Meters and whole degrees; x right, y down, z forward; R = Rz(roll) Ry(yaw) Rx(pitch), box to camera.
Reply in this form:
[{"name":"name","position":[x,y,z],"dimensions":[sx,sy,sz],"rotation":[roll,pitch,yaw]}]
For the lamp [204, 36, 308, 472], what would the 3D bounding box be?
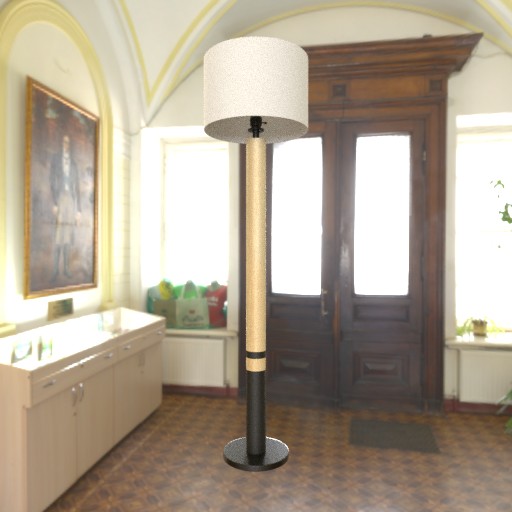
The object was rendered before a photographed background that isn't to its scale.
[{"name":"lamp","position":[0.000,0.000,1.636],"dimensions":[0.381,1.478,0.381],"rotation":[0,1,-35]}]
